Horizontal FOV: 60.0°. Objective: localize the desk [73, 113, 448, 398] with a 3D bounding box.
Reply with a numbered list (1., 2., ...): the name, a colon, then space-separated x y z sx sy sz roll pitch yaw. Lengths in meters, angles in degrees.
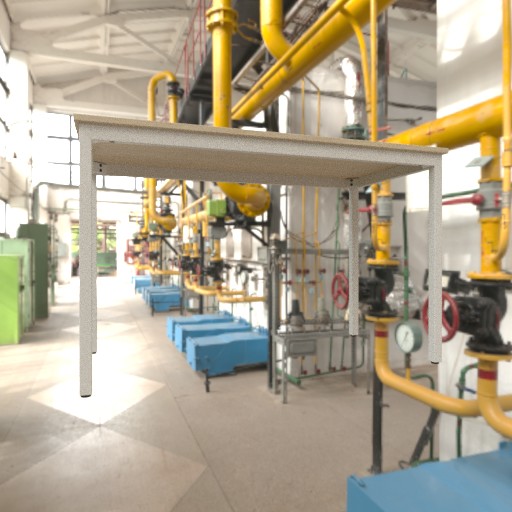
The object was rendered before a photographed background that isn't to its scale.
1. desk: 0.000 0.000 1.625 1.200 0.750 0.600 0 0 -18
